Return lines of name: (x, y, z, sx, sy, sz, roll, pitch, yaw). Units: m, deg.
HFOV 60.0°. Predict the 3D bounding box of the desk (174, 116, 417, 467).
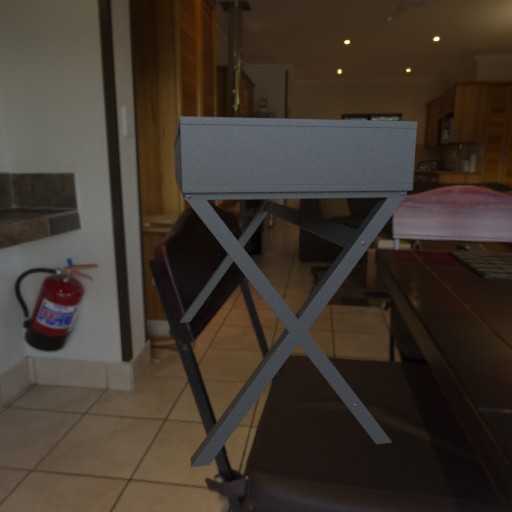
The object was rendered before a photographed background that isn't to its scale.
desk: (0.000, 0.000, 1.492, 0.504, 0.780, 1.057, -2, 12, -11)
